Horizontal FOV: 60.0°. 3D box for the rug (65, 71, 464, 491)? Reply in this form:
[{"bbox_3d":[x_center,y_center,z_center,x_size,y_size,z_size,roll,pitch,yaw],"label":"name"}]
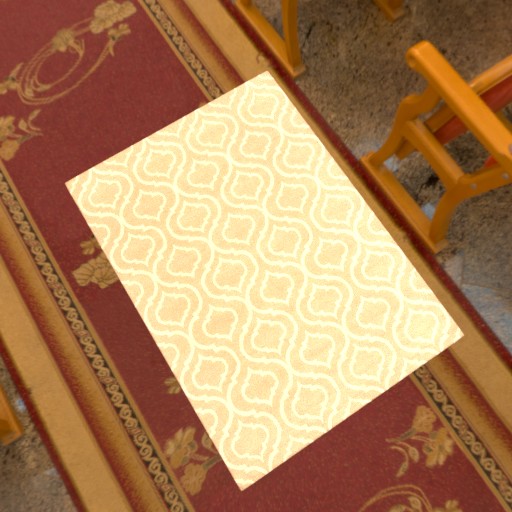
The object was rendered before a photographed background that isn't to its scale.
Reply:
[{"bbox_3d":[0.000,0.000,4.278,2.438,0.010,3.353,-32,78,-8],"label":"rug"}]
